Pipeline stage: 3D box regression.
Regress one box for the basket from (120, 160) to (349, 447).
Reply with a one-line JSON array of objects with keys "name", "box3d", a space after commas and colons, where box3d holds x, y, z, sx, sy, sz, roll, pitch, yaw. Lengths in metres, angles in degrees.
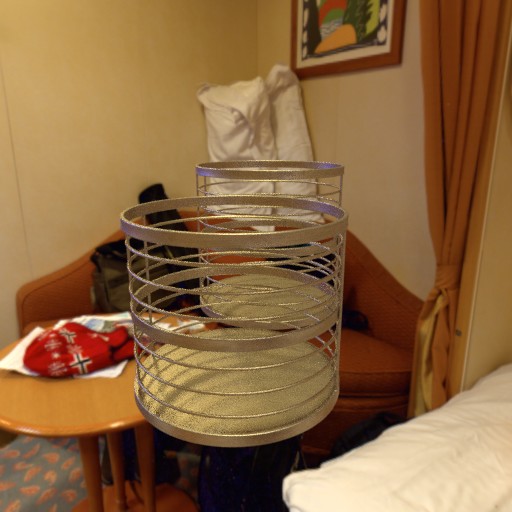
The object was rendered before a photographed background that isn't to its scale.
[{"name": "basket", "box3d": [0.000, 0.000, 0.928, 0.356, 0.351, 0.746, 3, 16, 9]}]
